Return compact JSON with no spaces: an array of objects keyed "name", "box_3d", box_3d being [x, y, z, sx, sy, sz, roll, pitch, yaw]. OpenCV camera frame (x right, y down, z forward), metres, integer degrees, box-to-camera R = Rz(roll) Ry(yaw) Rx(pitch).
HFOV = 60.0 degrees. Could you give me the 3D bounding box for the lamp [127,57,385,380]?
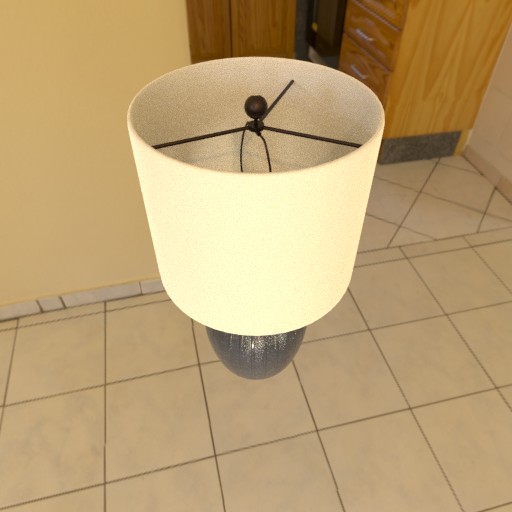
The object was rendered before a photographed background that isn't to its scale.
[{"name":"lamp","box_3d":[0.000,0.000,0.764,0.329,0.570,0.329,-17,47,-16]}]
